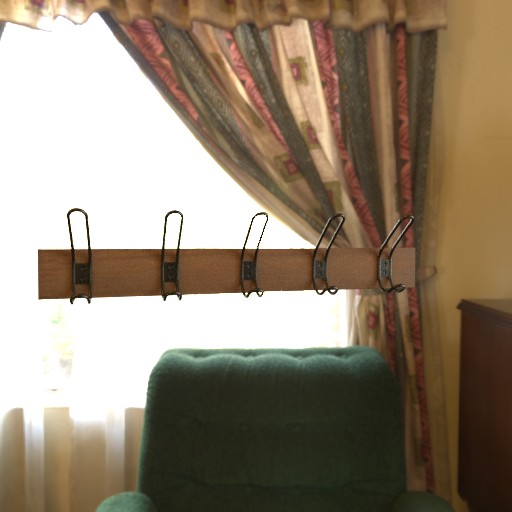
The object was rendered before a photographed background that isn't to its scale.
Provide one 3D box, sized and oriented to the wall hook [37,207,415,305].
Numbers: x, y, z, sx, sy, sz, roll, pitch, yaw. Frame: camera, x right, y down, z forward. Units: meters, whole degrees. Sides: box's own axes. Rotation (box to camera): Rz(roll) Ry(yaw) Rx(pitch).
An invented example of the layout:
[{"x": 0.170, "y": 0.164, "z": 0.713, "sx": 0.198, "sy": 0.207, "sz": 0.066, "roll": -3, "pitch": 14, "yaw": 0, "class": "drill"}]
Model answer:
[{"x": 0.000, "y": 0.000, "z": 0.608, "sx": 0.554, "sy": 0.116, "sz": 0.076, "roll": 0, "pitch": 2, "yaw": -17, "class": "wall hook"}]
